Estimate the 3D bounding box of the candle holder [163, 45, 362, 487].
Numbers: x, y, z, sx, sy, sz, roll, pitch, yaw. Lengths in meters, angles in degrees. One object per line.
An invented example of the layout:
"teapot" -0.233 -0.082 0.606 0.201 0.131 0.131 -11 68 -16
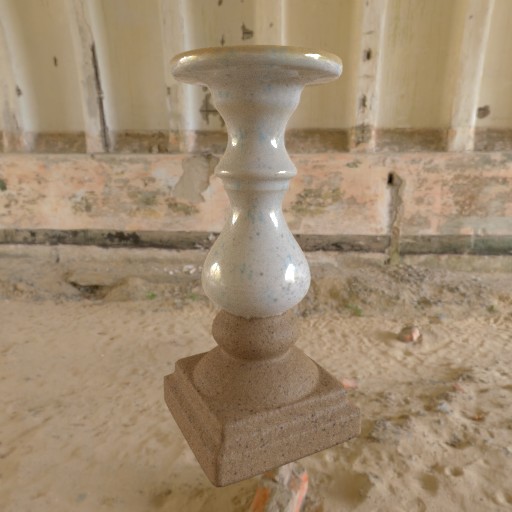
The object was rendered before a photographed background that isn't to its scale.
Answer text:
"candle holder" 0.000 0.000 0.294 0.110 0.239 0.110 -7 16 -26
